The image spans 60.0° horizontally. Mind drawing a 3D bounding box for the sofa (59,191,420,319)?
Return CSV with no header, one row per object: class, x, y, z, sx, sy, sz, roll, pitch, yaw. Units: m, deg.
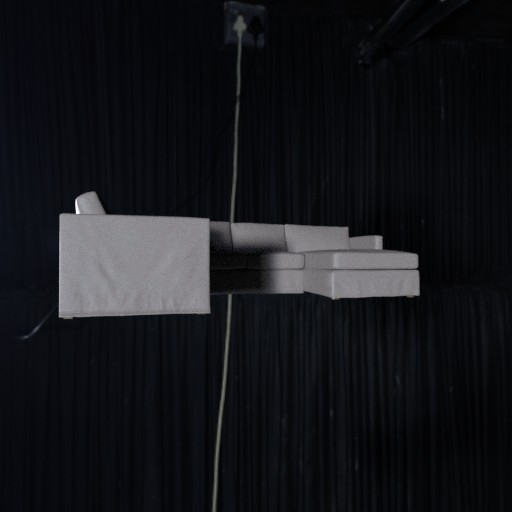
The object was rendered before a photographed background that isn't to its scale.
sofa,0.000,0.000,4.560,3.460,0.882,2.427,0,-1,-17
